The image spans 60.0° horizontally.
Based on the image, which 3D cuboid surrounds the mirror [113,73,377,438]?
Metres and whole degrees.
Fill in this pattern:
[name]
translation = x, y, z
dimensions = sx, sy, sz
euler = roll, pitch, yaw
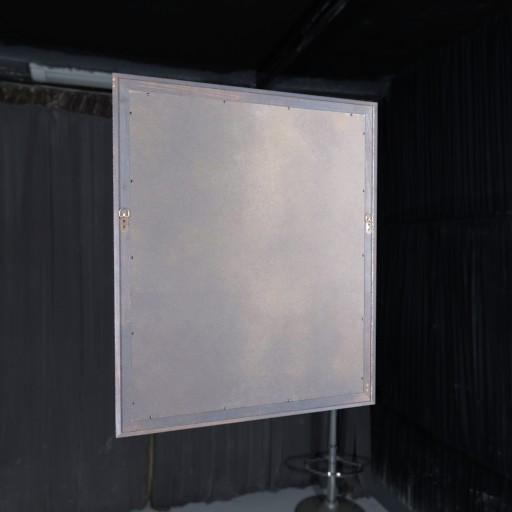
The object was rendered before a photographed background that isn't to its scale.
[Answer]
[mirror]
translation = 0.000, 0.000, 1.199
dimensions = 0.730, 0.882, 0.032
euler = -1, 2, -18
